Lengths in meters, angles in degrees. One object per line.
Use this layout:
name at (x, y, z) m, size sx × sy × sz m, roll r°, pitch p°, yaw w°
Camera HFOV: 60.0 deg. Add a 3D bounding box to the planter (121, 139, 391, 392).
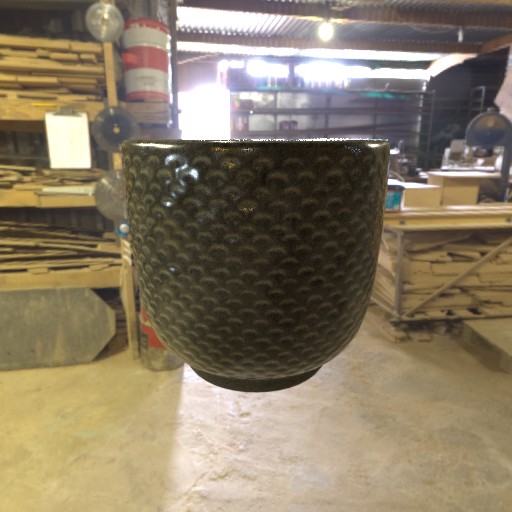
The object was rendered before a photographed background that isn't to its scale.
planter at (0.000, 0.000, 0.254) m, size 0.140 × 0.129 × 0.140 m, roll 0°, pitch 15°, yaw 0°
